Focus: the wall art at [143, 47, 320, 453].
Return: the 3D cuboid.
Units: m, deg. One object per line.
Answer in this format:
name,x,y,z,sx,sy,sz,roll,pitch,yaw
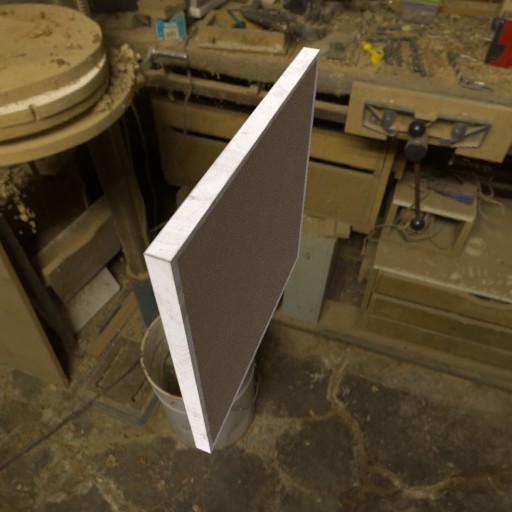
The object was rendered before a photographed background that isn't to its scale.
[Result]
wall art,0.000,0.000,0.761,0.029,0.506,0.508,16,49,14
